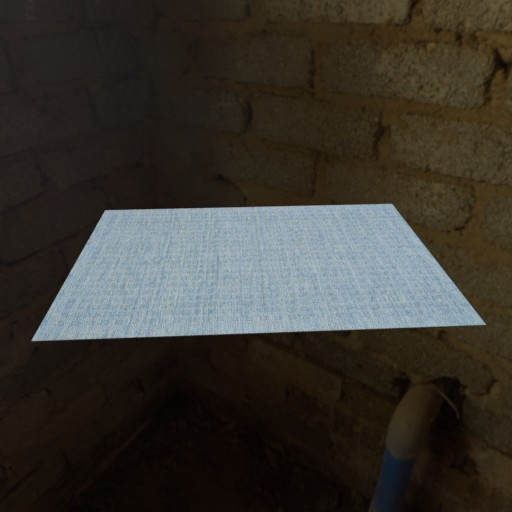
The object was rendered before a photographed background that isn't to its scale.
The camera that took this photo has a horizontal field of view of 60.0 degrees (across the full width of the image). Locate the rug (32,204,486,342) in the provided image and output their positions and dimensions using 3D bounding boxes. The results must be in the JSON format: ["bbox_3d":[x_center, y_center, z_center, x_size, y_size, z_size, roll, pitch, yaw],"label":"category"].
[{"bbox_3d":[0.000,0.000,2.878,2.286,0.006,1.522,-2,31,-3],"label":"rug"}]
